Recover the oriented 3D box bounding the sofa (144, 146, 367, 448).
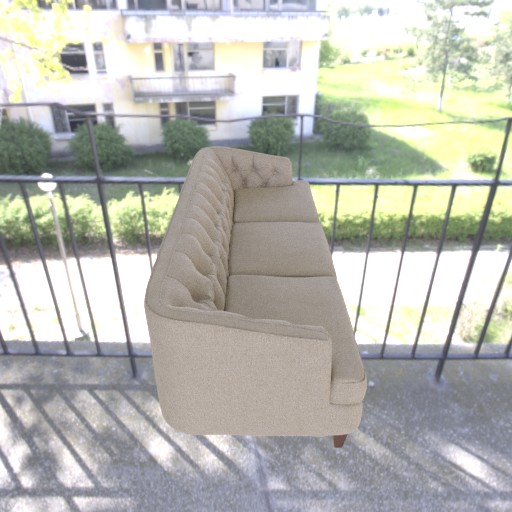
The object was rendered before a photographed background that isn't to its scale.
[{"bbox_3d":[0.000,0.000,2.744,0.913,0.788,2.235,0,30,0],"label":"sofa"}]
